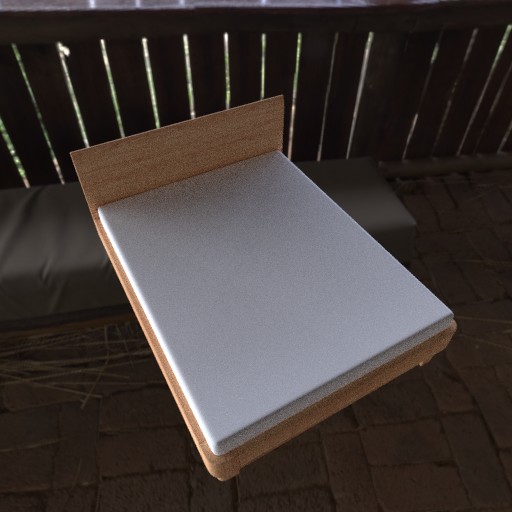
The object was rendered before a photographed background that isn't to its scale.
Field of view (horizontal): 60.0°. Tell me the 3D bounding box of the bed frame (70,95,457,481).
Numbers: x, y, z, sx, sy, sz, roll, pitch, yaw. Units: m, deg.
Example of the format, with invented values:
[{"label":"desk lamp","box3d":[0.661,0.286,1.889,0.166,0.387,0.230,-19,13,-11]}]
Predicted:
[{"label":"bed frame","box3d":[0.000,0.000,2.935,1.660,0.940,2.092,-22,50,-20]}]
